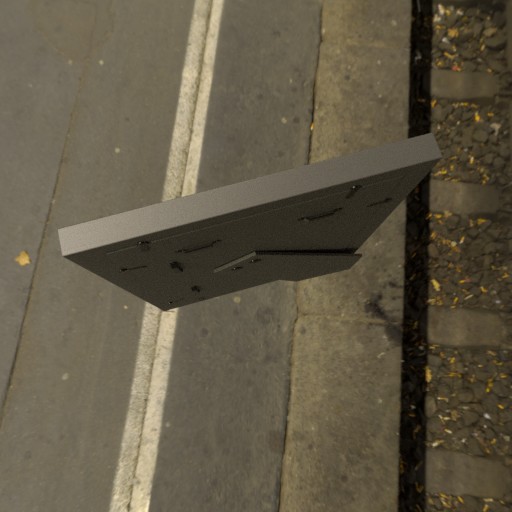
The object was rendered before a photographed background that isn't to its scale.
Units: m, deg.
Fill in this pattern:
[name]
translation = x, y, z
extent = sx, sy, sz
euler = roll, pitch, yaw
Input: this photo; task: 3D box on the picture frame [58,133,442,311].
[picture frame]
translation = 0.000, 0.000, 0.532
extent = 0.307, 0.383, 0.036
euler = -15, 77, -4
